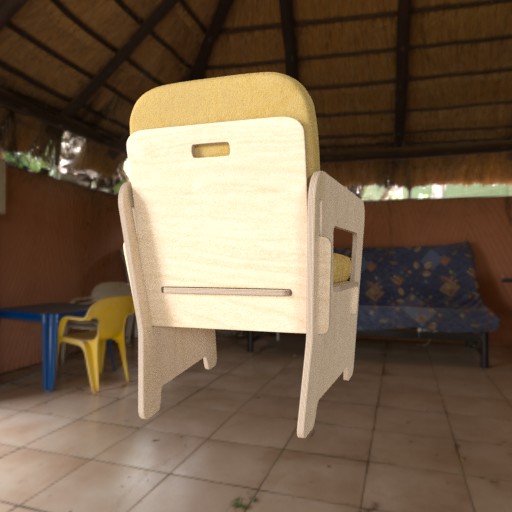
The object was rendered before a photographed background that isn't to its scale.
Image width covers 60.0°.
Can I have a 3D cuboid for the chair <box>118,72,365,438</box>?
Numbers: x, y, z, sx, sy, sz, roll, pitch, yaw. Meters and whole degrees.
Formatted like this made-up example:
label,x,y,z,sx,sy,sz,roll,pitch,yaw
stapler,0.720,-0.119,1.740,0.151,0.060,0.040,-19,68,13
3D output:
label,x,y,z,sx,sy,sz,roll,pitch,yaw
chair,0.000,0.000,1.305,0.590,0.800,0.710,0,0,17
